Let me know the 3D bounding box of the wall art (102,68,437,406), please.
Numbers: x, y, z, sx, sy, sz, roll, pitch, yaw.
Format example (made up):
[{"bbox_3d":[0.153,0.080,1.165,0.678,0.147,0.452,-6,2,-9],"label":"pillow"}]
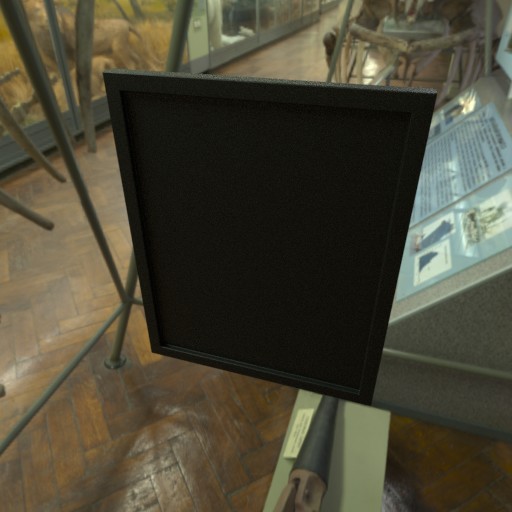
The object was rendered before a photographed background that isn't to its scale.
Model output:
[{"bbox_3d":[0.000,0.000,0.741,0.457,0.559,0.028,10,34,15],"label":"wall art"}]
